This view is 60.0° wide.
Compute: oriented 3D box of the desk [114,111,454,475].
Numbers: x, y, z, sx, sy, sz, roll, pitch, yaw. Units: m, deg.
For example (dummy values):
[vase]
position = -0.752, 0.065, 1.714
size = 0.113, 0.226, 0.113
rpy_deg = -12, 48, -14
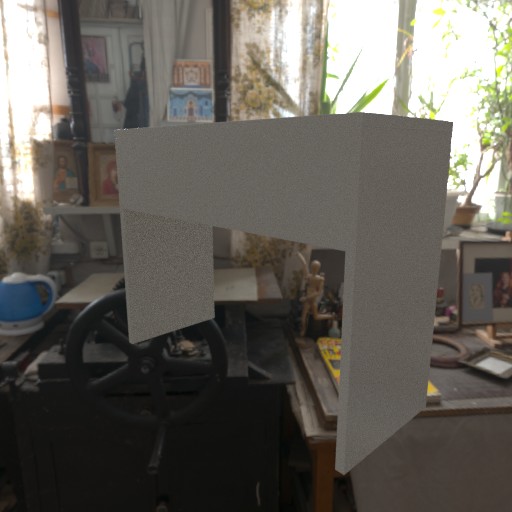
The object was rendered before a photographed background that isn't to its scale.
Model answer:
[desk]
position = 0.000, 0.000, 1.405
size = 0.400, 0.790, 1.000
rpy_deg = -12, 18, -42
